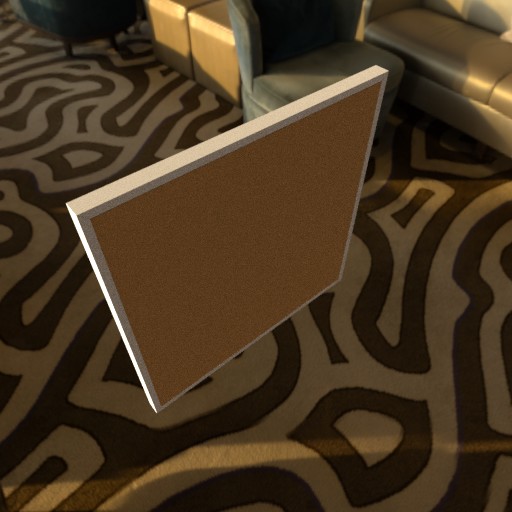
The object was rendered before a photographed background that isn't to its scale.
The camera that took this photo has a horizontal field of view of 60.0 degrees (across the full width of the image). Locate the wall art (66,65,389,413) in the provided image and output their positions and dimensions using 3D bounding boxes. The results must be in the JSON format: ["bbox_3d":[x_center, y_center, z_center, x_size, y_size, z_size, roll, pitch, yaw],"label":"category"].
[{"bbox_3d":[0.000,0.000,1.147,0.762,0.762,0.038,-32,55,-25],"label":"wall art"}]
